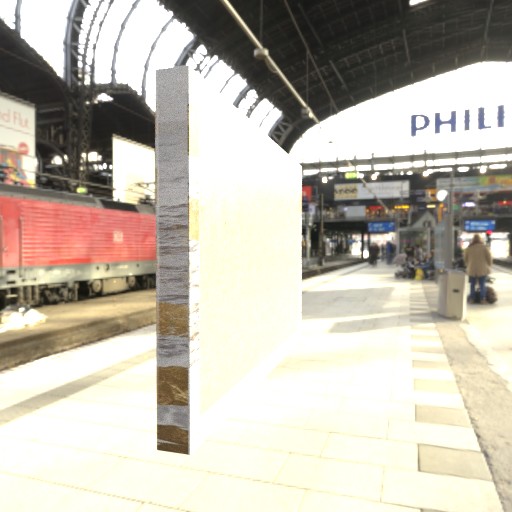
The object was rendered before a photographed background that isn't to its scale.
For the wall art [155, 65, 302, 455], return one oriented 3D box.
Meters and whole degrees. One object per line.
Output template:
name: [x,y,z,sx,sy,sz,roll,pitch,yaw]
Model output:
wall art: [0.000,0.000,0.757,0.041,0.407,0.606,0,1,17]
